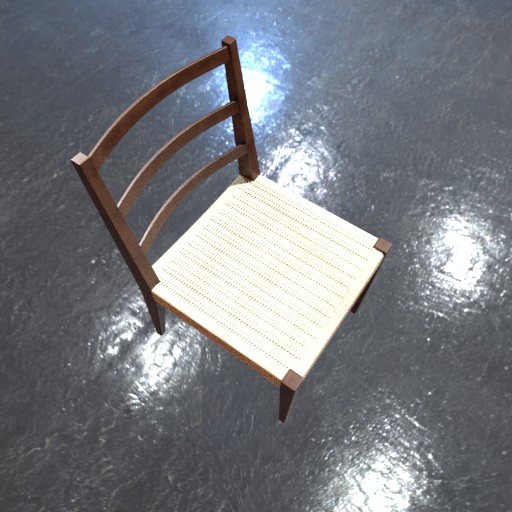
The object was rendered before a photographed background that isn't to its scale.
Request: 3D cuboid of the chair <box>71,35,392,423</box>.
[{"bbox_3d":[0.000,0.000,1.164,0.551,0.813,0.480,31,63,18],"label":"chair"}]
